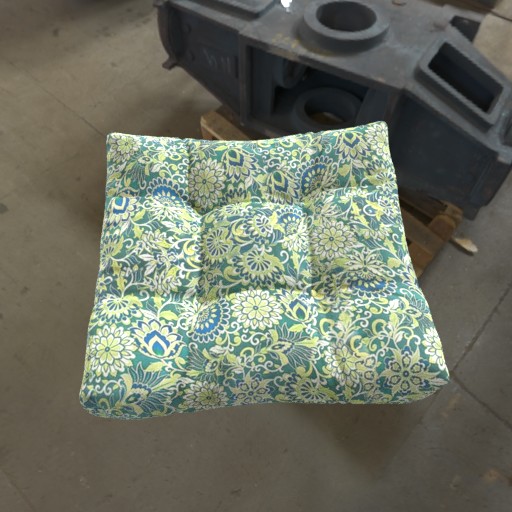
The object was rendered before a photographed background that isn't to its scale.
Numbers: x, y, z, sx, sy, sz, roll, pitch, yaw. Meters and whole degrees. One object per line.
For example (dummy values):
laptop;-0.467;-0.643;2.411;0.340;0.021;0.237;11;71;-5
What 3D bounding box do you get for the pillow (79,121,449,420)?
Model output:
pillow;0.000;0.000;0.699;0.490;0.128;0.468;-3;63;-2
